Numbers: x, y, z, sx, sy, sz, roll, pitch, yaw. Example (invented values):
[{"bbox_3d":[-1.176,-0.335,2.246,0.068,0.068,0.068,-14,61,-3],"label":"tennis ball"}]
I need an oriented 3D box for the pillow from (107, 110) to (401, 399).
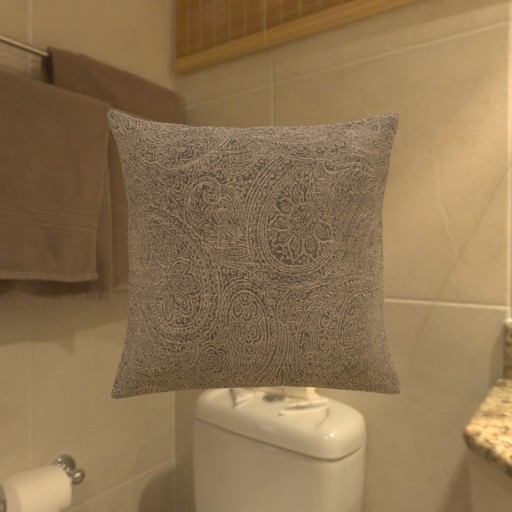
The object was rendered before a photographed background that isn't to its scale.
[{"bbox_3d":[0.000,0.000,0.791,0.523,0.510,0.166,0,1,-1],"label":"pillow"}]
